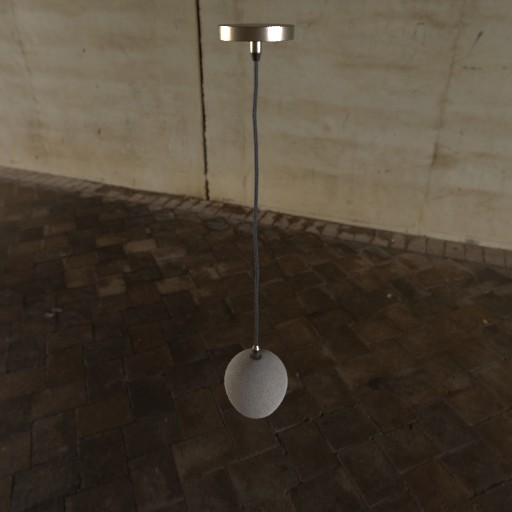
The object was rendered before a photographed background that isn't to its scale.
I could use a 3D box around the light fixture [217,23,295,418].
[{"bbox_3d":[0.000,0.000,0.826,0.139,0.764,0.139,-19,35,-30],"label":"light fixture"}]
